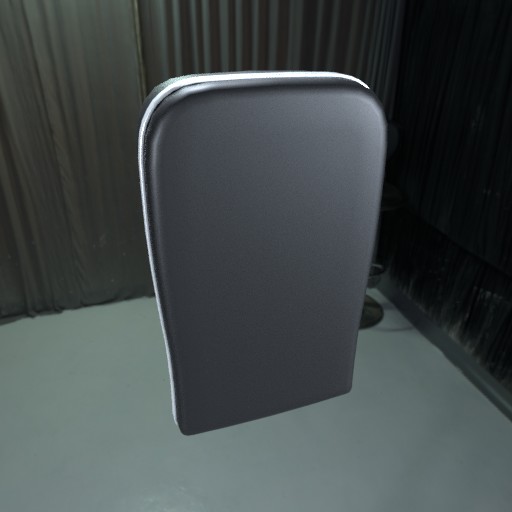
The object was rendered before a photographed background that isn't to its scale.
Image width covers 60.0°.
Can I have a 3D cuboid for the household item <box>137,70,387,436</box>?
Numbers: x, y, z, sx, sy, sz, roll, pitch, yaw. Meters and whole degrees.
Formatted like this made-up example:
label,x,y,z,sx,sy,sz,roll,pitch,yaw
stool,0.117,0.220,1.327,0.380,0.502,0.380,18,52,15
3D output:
label,x,y,z,sx,sy,sz,roll,pitch,yaw
household item,0.000,0.000,0.147,0.070,0.114,0.038,-9,29,-17
